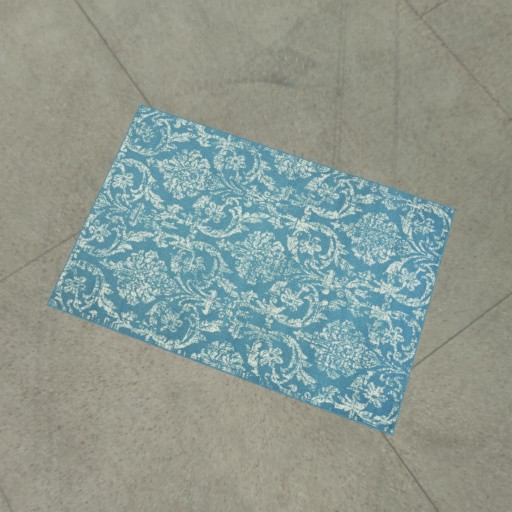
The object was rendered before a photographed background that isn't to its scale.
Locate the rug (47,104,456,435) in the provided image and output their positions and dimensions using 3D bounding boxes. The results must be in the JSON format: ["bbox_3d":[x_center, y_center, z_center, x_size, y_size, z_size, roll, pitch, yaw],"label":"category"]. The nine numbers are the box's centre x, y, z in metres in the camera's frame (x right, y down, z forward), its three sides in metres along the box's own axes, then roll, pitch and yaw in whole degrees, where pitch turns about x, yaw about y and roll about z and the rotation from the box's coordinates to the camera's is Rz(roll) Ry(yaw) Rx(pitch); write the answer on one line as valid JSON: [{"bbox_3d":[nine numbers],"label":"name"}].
[{"bbox_3d":[0.000,0.000,3.467,2.746,0.018,1.816,20,78,4],"label":"rug"}]
